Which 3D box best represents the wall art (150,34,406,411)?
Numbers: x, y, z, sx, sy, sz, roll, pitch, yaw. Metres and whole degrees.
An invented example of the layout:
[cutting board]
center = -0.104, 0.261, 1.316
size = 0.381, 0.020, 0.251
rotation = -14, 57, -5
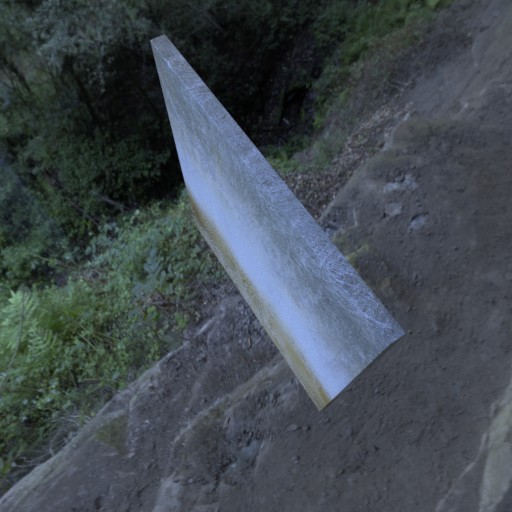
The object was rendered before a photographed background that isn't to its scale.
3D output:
[wall art]
center = 0.000, 0.000, 1.611
size = 0.051, 1.091, 1.092
rotation = -30, 68, -14
